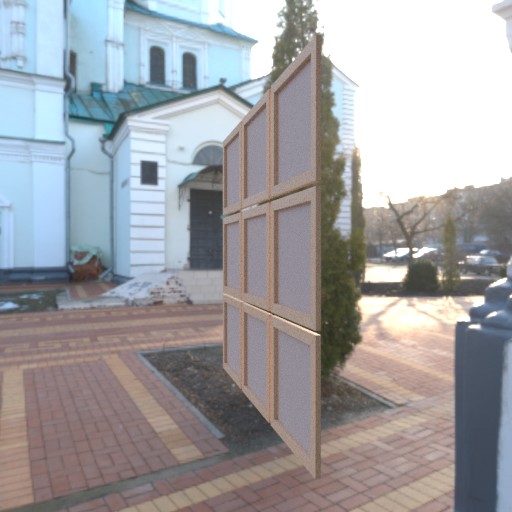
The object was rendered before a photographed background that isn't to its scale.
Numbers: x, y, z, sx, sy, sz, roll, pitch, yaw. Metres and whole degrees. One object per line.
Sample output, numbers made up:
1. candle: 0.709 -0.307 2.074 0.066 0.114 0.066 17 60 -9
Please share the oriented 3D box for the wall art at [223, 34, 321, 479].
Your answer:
1. wall art: 0.000 0.000 1.788 0.016 1.207 1.217 0 1 -16
